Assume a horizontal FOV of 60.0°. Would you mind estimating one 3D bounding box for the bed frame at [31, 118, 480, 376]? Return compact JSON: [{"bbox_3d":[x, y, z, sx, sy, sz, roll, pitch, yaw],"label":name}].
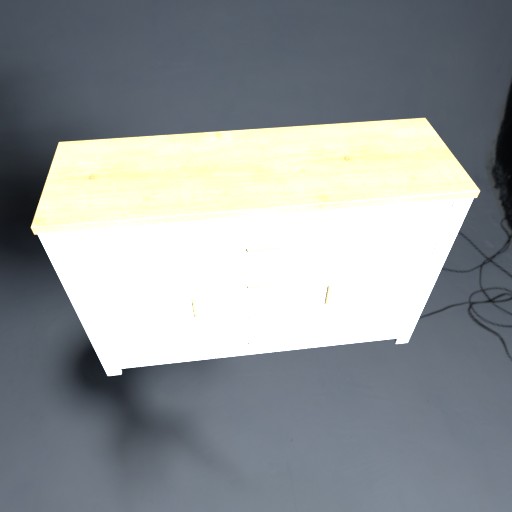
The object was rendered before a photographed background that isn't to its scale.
[{"bbox_3d":[0.000,0.000,1.727,1.300,0.850,0.430,-5,47,-5],"label":"bed frame"}]
